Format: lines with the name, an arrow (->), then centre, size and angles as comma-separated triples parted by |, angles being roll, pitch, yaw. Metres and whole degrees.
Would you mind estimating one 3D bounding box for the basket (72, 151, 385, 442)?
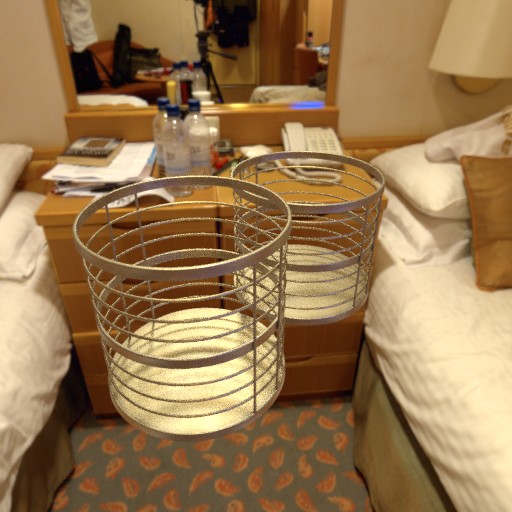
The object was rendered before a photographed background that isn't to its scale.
basket -> 0.000, 0.000, 0.961 | 0.356, 0.351, 0.746 | 21, 36, 31
